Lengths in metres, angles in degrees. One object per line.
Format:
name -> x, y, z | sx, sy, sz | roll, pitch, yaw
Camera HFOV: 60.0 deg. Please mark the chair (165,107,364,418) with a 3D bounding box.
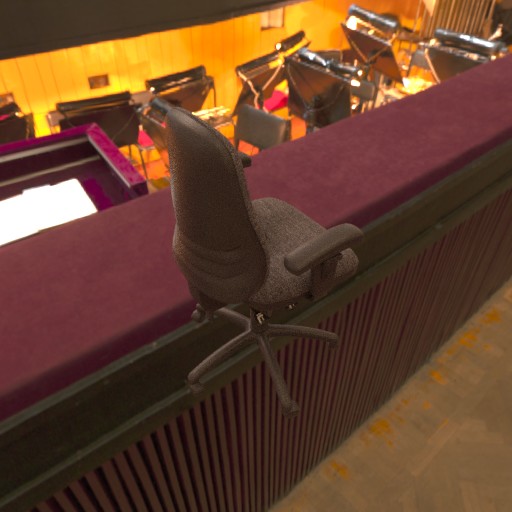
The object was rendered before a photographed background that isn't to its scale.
chair -> 0.000, 0.000, 1.272 | 0.530, 0.910, 0.550 | -26, 47, -27
